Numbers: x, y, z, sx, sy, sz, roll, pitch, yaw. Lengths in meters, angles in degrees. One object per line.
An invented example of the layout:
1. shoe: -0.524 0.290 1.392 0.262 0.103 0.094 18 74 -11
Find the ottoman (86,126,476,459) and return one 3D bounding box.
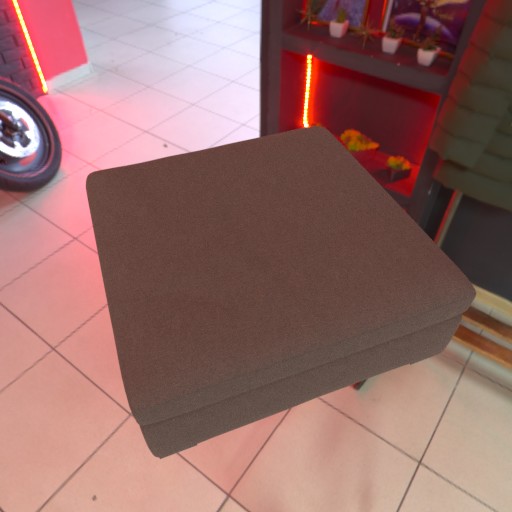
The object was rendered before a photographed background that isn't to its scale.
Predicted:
1. ottoman: 0.000 0.000 1.828 1.181 0.470 1.181 -15 48 -14
